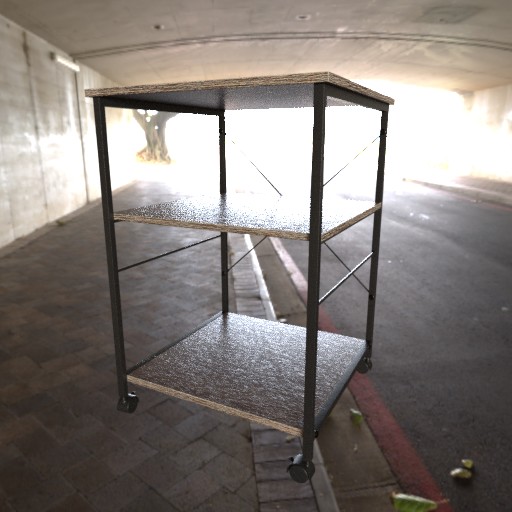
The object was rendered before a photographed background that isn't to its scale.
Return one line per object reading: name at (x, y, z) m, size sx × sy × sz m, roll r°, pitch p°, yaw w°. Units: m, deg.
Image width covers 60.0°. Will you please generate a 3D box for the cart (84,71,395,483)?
cart at (0.000, 0.000, 1.107) m, size 0.521 × 0.762 × 0.520 m, roll 8°, pitch 16°, yaw 27°
